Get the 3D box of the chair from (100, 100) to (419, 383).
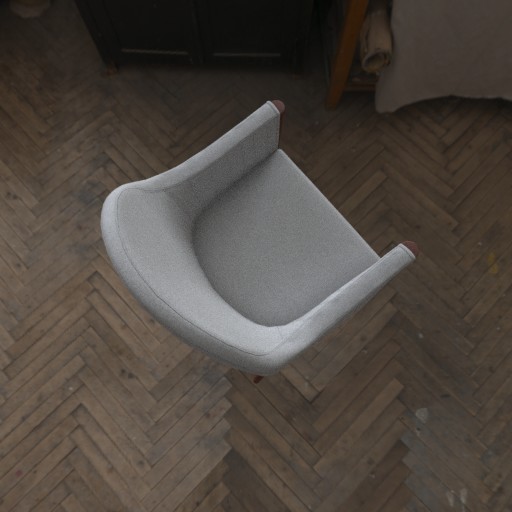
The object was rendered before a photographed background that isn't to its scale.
[{"bbox_3d":[0.000,0.000,1.295,0.620,0.889,0.610,-37,77,-10],"label":"chair"}]
